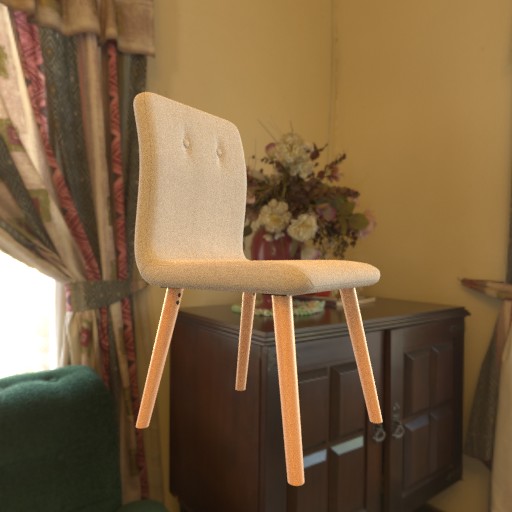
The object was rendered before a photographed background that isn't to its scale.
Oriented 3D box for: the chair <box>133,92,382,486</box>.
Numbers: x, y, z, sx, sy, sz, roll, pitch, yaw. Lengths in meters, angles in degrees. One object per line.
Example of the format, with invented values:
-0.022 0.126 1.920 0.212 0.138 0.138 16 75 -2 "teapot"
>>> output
0.000 0.000 1.181 0.550 0.885 0.435 0 0 37 "chair"
